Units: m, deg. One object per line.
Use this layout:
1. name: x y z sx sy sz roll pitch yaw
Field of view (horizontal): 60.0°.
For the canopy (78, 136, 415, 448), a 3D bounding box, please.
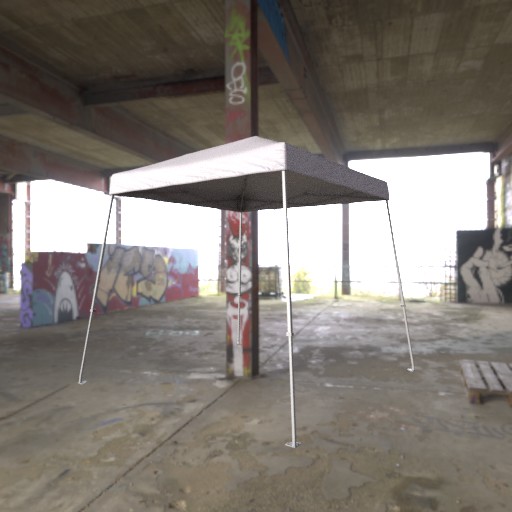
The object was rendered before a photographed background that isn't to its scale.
1. canopy: 0.000 0.000 5.262 2.849 2.850 2.850 0 0 37
